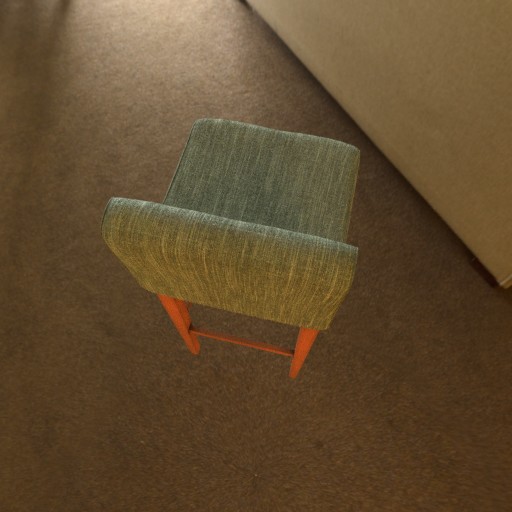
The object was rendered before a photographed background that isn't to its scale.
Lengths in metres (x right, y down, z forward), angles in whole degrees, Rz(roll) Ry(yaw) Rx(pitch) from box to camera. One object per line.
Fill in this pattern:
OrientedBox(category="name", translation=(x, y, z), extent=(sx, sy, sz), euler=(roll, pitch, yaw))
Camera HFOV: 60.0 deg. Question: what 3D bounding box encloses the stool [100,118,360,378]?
OrientedBox(category="stool", translation=(0.000, 0.000, 1.226), extent=(0.426, 0.965, 0.499), euler=(12, 64, 6))
